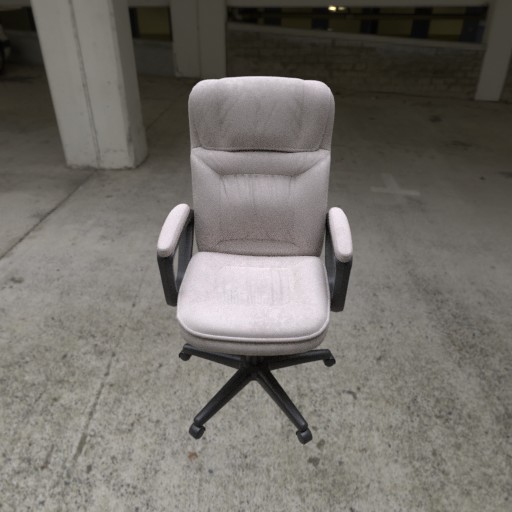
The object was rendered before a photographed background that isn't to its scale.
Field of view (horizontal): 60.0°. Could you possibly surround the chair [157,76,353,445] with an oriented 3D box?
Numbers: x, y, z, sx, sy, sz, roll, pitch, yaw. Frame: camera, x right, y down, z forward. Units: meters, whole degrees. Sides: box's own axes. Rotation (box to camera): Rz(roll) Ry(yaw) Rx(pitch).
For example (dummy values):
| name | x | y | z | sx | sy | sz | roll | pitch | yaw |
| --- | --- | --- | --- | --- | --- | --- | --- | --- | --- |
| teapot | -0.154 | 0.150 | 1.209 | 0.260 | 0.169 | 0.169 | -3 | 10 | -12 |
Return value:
| name | x | y | z | sx | sy | sz | roll | pitch | yaw |
| --- | --- | --- | --- | --- | --- | --- | --- | --- | --- |
| chair | 0.000 | 0.000 | 1.574 | 0.667 | 1.105 | 0.724 | 2 | 30 | 3 |
